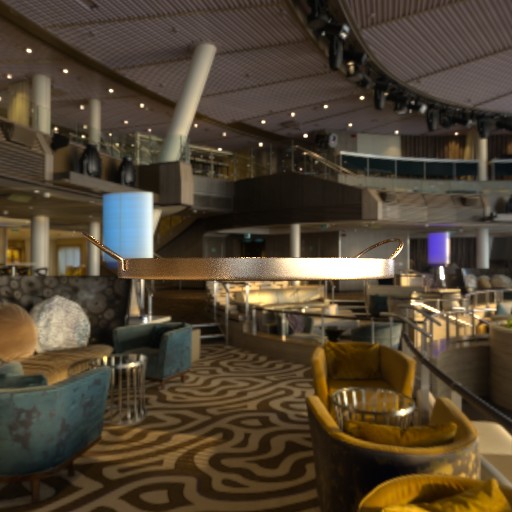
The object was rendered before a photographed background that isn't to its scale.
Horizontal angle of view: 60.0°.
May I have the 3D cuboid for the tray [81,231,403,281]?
[{"bbox_3d":[0.000,0.000,0.736,0.543,0.069,0.438,0,-1,-18],"label":"tray"}]
